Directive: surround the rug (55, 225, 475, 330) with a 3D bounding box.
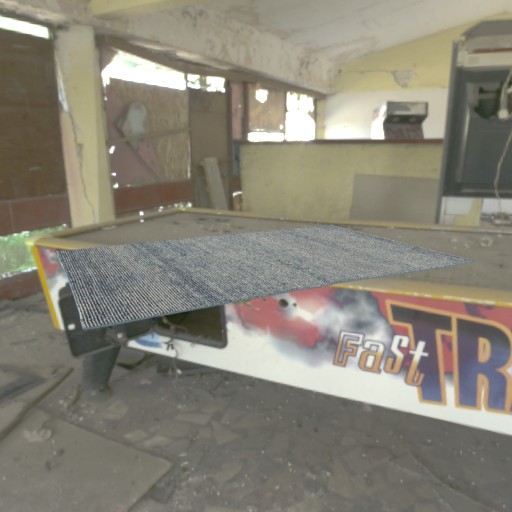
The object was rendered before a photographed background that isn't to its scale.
[{"bbox_3d":[0.000,0.000,2.213,1.777,0.021,1.145,-7,15,-26],"label":"rug"}]
